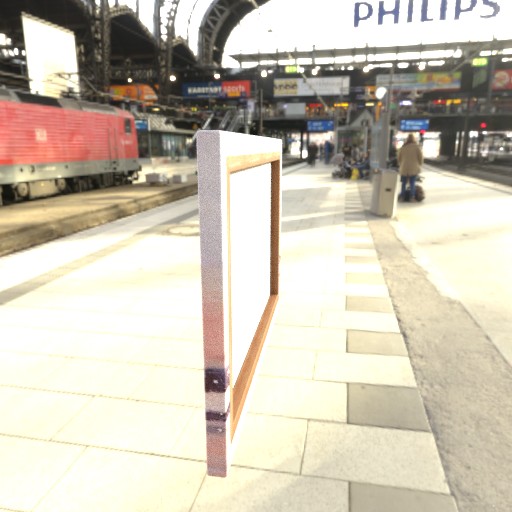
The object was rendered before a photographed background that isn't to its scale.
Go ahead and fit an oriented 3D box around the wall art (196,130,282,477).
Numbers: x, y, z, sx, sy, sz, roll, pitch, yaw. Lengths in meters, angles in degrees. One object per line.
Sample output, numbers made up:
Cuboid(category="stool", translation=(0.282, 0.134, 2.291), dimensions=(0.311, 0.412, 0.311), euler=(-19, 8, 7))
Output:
Cuboid(category="wall art", translation=(0.000, 0.000, 1.172), dimensions=(0.038, 0.609, 0.913), euler=(2, 14, 9))
